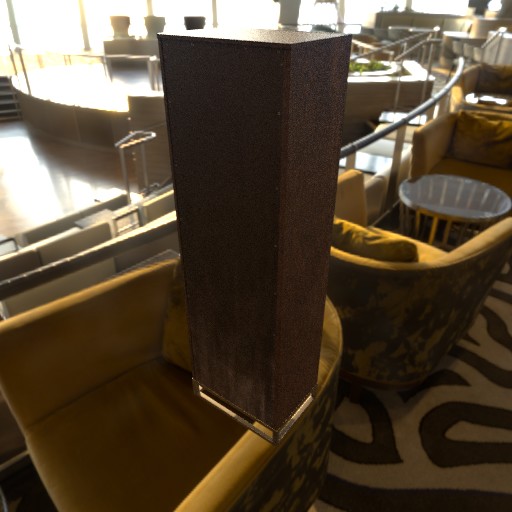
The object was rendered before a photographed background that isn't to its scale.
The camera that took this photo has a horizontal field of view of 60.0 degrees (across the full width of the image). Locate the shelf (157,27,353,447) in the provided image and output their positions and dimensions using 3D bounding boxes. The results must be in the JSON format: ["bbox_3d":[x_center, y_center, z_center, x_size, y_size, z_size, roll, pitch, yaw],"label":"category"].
[{"bbox_3d":[0.000,0.000,1.924,0.539,1.732,0.395,21,37,31],"label":"shelf"}]
